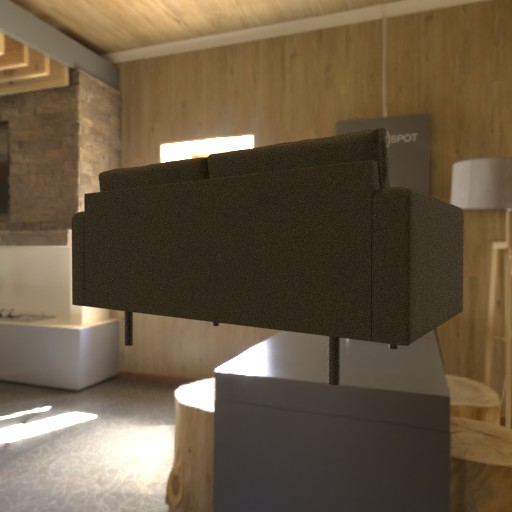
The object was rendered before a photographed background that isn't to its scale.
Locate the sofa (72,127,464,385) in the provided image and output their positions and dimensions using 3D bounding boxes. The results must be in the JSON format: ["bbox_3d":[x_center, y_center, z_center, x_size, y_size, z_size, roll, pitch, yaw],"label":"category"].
[{"bbox_3d":[0.000,0.000,2.172,1.730,0.897,0.889,1,1,35],"label":"sofa"}]
